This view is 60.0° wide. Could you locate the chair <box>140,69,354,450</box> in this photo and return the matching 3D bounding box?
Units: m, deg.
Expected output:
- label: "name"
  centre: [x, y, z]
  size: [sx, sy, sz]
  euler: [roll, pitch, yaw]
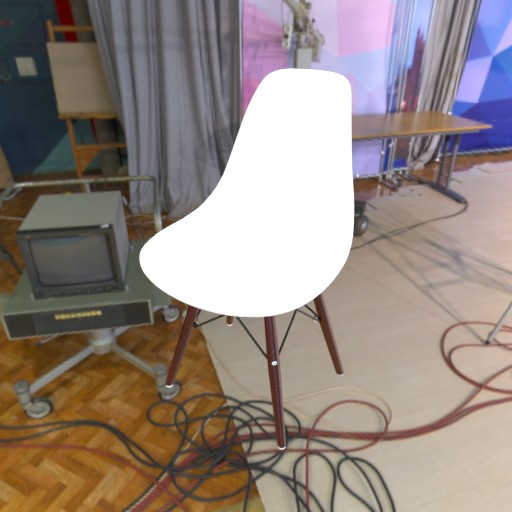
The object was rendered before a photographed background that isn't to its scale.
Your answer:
- label: "chair"
  centre: [0.000, 0.000, 1.131]
  size: [0.470, 0.826, 0.533]
  euler: [18, 35, 28]
